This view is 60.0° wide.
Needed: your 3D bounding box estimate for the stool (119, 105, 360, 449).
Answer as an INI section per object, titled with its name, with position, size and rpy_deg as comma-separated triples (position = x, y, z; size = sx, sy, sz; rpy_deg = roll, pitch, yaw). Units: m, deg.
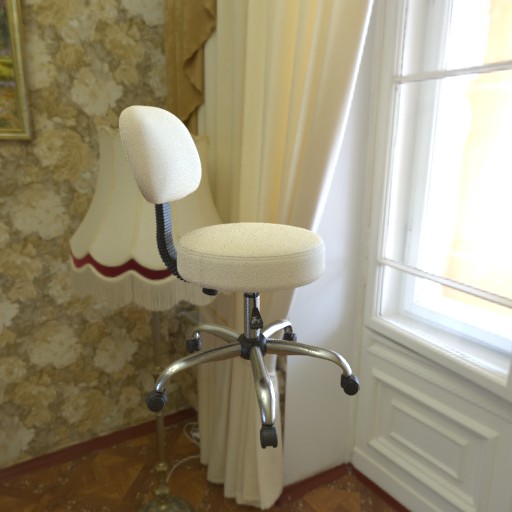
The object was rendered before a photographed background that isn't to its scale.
[stool]
position = 0.000, 0.000, 1.255
size = 0.616, 0.810, 0.609
rpy_deg = 3, 15, 10
